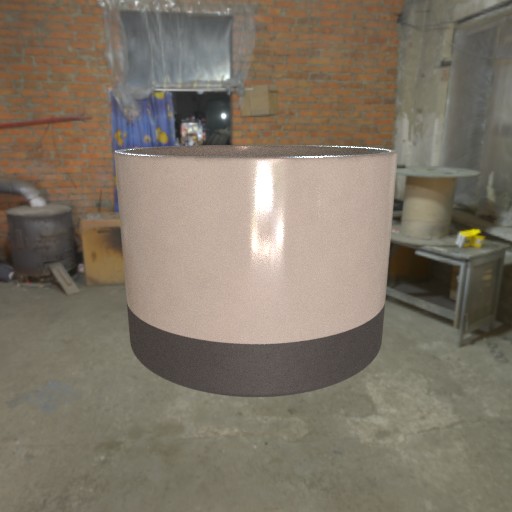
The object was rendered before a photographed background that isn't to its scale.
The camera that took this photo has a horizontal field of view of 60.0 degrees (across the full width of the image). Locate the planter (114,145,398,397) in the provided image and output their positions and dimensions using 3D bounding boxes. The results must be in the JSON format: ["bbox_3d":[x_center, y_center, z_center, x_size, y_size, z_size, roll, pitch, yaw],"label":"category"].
[{"bbox_3d":[0.000,0.000,0.224,0.128,0.105,0.128,0,16,0],"label":"planter"}]
